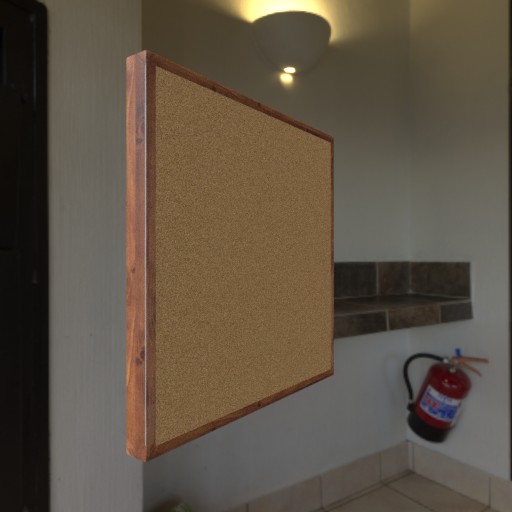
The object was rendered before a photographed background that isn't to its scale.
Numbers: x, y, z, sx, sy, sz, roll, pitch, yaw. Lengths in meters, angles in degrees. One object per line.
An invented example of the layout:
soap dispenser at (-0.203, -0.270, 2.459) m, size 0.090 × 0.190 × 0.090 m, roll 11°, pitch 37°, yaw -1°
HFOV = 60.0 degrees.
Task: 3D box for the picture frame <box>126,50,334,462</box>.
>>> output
picture frame at (0.000, 0.000, 0.530) m, size 0.028 × 0.356 × 0.352 m, roll 0°, pitch 0°, yaw 37°
